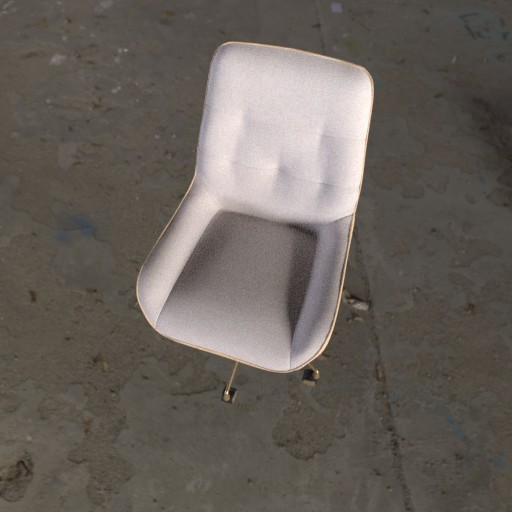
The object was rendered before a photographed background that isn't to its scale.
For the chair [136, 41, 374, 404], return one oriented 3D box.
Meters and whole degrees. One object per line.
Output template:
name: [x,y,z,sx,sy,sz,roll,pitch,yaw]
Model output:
chair: [0.000,0.000,1.315,0.564,0.952,0.668,15,59,9]
